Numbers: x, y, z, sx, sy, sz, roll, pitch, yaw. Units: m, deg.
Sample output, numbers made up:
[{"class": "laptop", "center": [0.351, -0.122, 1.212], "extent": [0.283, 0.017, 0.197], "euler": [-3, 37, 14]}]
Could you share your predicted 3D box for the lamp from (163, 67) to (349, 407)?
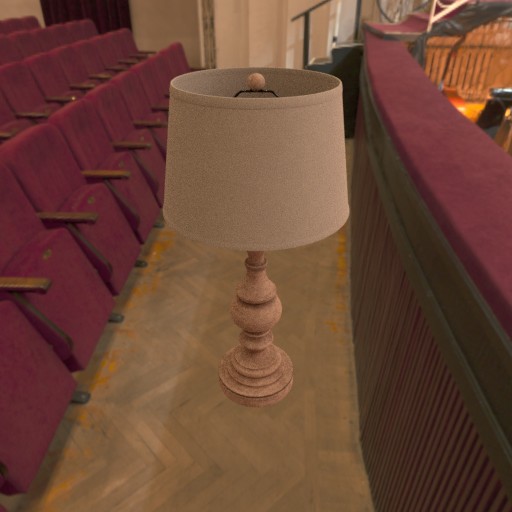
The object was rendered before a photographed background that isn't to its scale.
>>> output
[{"class": "lamp", "center": [0.000, 0.000, 0.879], "extent": [0.340, 0.678, 0.340], "euler": [0, 31, 0]}]
